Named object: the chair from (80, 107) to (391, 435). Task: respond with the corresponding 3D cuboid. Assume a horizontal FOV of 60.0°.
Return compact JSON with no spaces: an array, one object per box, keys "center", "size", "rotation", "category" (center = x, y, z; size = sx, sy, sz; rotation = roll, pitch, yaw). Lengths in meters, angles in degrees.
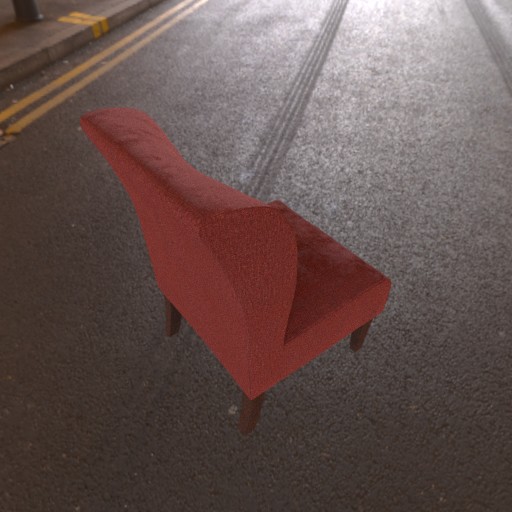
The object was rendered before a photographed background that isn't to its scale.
[{"center":[0.000,0.000,1.271],"size":[0.640,0.846,0.538],"rotation":[-26,48,-27],"category":"chair"}]
